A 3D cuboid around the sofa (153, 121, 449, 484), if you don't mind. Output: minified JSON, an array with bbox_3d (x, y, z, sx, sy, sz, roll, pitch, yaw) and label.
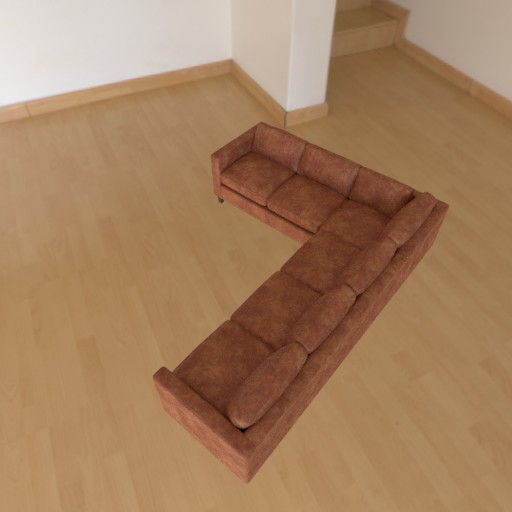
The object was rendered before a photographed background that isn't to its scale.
[{"bbox_3d":[0.000,0.000,4.336,2.438,0.838,3.150,32,55,25],"label":"sofa"}]
